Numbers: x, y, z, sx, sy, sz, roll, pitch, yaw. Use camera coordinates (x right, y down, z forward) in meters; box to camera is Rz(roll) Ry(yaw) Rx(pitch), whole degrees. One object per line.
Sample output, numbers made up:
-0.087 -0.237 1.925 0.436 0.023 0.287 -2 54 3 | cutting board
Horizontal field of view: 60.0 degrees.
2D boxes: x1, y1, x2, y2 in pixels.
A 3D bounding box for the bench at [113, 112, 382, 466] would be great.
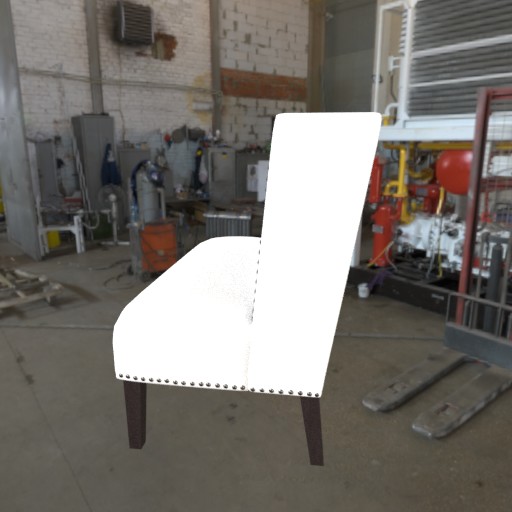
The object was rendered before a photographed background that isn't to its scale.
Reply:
0.000 0.000 1.964 0.847 1.123 1.280 2 14 7 | bench
